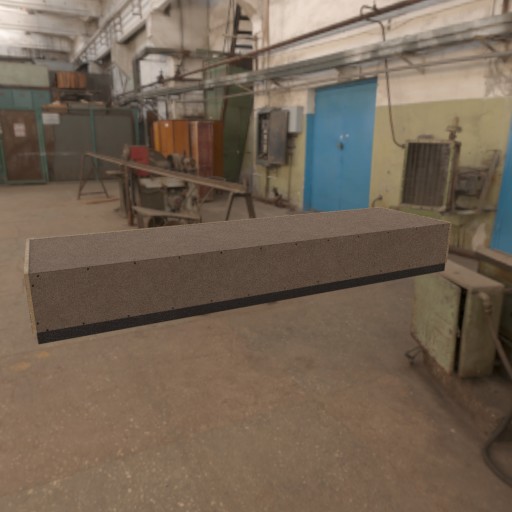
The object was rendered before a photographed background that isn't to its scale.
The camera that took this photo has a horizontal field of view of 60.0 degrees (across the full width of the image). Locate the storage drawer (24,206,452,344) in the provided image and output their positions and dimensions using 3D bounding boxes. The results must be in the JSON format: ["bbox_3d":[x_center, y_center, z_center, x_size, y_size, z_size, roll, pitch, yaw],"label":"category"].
[{"bbox_3d":[0.000,0.000,2.262,2.072,0.274,0.591,-7,17,-25],"label":"storage drawer"}]
